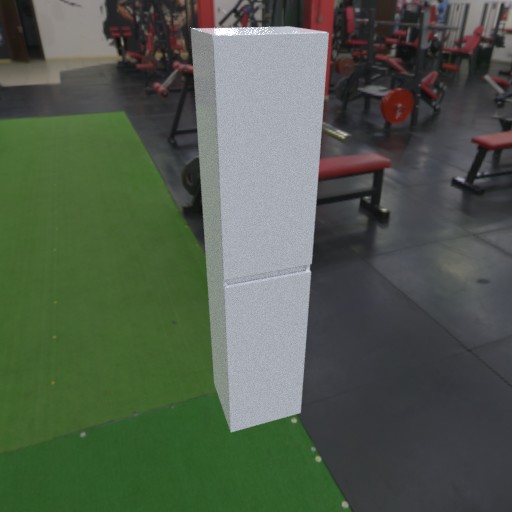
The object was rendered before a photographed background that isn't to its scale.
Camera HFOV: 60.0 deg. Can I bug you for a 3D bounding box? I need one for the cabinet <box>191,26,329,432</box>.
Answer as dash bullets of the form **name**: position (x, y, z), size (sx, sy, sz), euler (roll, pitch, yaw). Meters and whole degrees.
- **cabinet**: position (0.000, 0.000, 1.540), size (0.300, 1.400, 0.270), euler (-10, 32, -16)
